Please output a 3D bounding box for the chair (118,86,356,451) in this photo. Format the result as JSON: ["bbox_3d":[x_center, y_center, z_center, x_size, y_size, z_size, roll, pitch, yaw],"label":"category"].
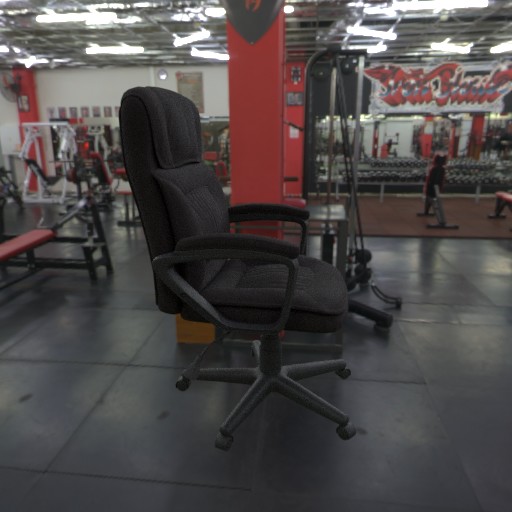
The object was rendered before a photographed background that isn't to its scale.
[{"bbox_3d":[0.000,0.000,1.541,0.724,1.105,0.667,3,16,9],"label":"chair"}]
